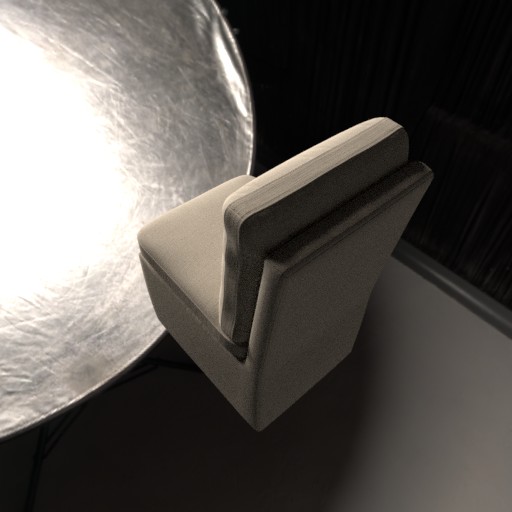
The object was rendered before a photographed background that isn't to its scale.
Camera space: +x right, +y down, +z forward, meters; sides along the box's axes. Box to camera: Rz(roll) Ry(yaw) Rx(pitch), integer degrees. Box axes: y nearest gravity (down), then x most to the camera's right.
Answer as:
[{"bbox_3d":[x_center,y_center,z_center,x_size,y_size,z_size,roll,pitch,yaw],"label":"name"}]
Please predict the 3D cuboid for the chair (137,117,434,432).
[{"bbox_3d":[0.000,0.000,1.351,0.503,0.927,0.698,-33,55,-27],"label":"chair"}]
